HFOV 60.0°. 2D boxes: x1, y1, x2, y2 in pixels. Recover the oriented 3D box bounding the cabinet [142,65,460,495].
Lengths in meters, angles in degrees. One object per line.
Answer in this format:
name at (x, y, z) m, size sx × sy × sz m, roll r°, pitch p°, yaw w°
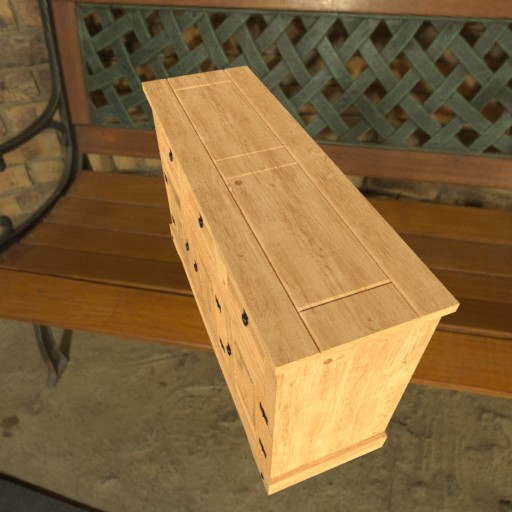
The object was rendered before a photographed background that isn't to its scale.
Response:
cabinet at (0.000, 0.000, 1.622) m, size 0.432 × 0.810 × 1.321 m, roll -16°, pitch 48°, yaw -15°
